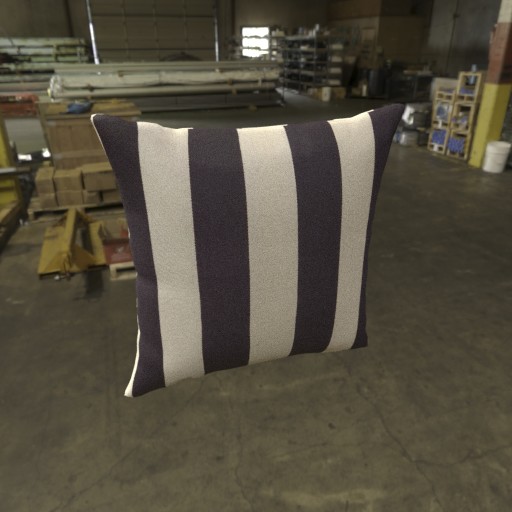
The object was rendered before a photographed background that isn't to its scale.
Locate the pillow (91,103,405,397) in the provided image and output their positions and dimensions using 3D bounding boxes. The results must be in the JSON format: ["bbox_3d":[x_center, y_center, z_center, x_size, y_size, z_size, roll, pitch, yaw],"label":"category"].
[{"bbox_3d":[0.000,0.000,0.822,0.536,0.526,0.189,-8,27,-16],"label":"pillow"}]
